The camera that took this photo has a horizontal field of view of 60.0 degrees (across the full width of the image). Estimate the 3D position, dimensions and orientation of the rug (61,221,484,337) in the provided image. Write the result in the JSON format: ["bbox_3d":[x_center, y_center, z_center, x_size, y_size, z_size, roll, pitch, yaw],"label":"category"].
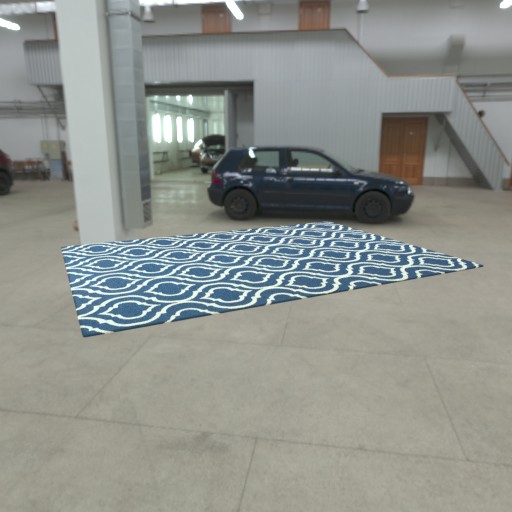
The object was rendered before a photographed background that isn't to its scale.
[{"bbox_3d":[0.000,0.000,2.721,2.134,0.010,1.524,-7,16,-25],"label":"rug"}]
